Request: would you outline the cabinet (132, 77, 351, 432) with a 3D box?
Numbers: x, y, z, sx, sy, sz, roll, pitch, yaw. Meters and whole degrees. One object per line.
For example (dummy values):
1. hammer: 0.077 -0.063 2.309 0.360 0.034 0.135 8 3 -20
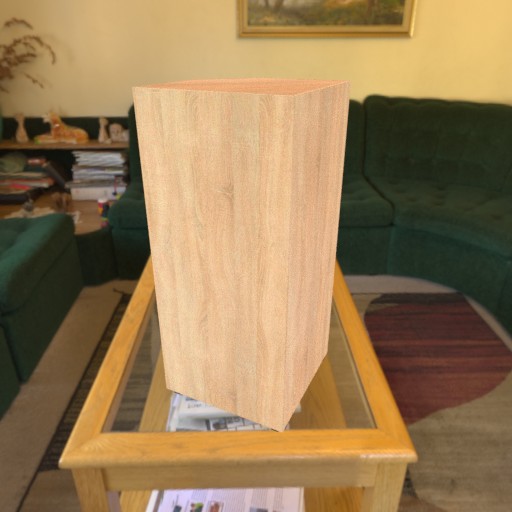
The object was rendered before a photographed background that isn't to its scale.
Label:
1. cabinet: 0.000 0.000 2.939 1.327 2.120 1.094 -8 27 -17
